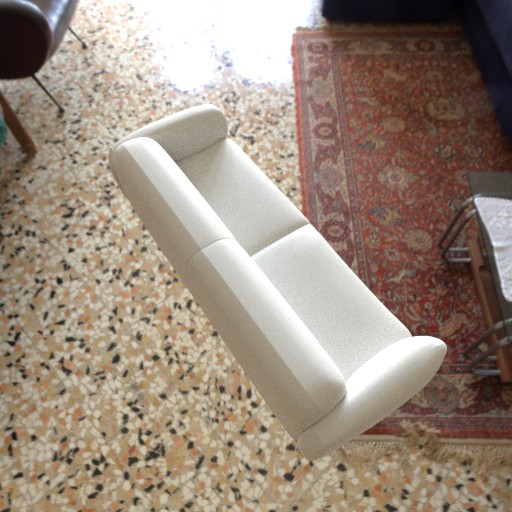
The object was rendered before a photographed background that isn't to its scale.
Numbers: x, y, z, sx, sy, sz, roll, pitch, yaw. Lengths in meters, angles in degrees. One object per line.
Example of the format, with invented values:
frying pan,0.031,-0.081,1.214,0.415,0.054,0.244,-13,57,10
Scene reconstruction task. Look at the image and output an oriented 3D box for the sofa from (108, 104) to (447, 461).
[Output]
sofa,0.000,0.000,2.658,0.880,0.780,2.257,-31,64,-17
